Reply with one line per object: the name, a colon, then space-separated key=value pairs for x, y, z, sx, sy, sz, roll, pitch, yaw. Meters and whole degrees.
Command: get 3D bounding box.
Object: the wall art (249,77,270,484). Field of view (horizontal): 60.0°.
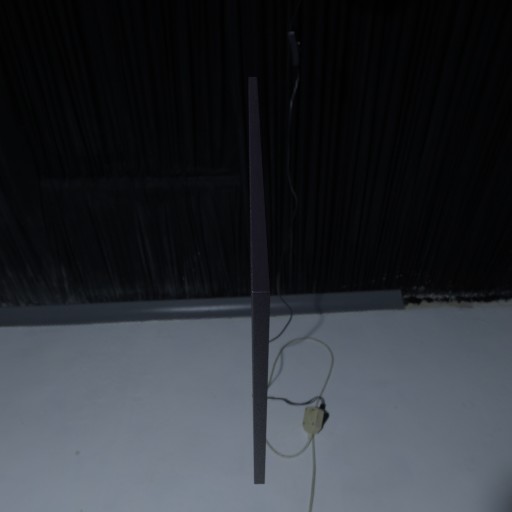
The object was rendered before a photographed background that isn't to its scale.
wall art: x=0.000 y=0.000 z=0.572 sx=0.013 sy=0.306 sz=0.440 roll=-1 pitch=40 yaw=-1
